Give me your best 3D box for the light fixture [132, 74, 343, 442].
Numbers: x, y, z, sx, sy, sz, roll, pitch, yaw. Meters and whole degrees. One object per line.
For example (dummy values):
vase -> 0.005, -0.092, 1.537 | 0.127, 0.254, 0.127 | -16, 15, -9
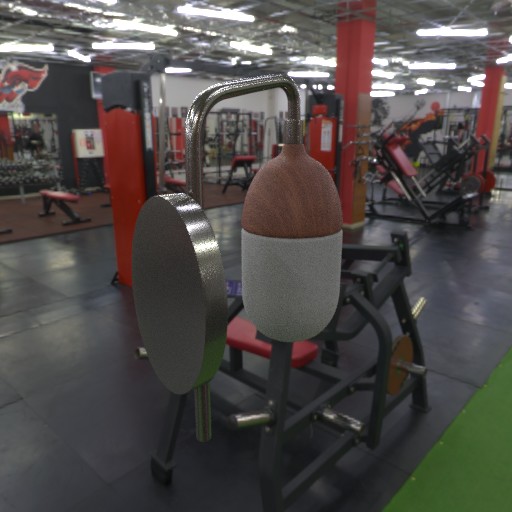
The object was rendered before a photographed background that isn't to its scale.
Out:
light fixture -> 0.000, 0.000, 0.442 | 0.216, 0.343, 0.108 | -15, 21, -43
